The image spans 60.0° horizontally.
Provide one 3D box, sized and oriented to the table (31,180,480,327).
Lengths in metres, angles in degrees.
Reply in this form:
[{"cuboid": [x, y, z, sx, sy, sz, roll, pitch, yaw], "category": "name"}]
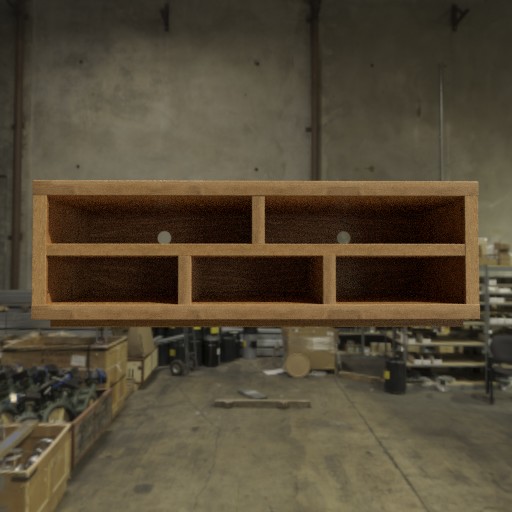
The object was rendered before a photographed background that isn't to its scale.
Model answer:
[{"cuboid": [0.000, 0.000, 1.734, 1.499, 0.491, 0.499, 0, -2, -1], "category": "table"}]
